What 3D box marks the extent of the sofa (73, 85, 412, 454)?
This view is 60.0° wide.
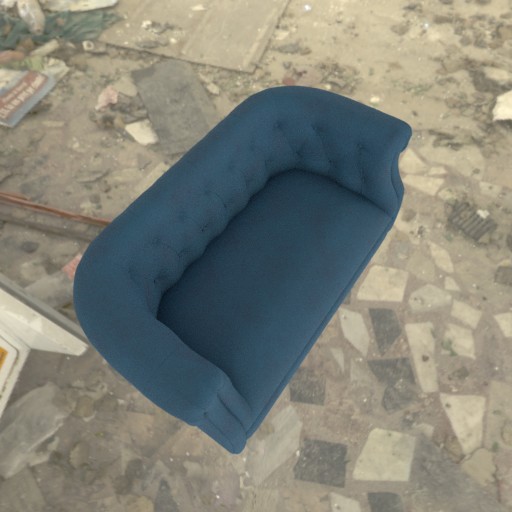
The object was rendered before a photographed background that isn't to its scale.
[{"bbox_3d":[0.000,0.000,2.024,0.835,0.827,1.558,31,63,18],"label":"sofa"}]
